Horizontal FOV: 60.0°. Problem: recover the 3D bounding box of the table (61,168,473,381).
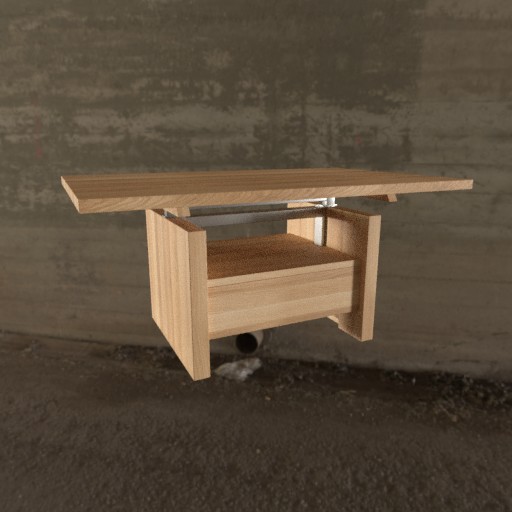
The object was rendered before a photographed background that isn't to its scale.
[{"bbox_3d":[0.000,0.000,1.459,1.100,0.510,0.700,-7,16,-25],"label":"table"}]
